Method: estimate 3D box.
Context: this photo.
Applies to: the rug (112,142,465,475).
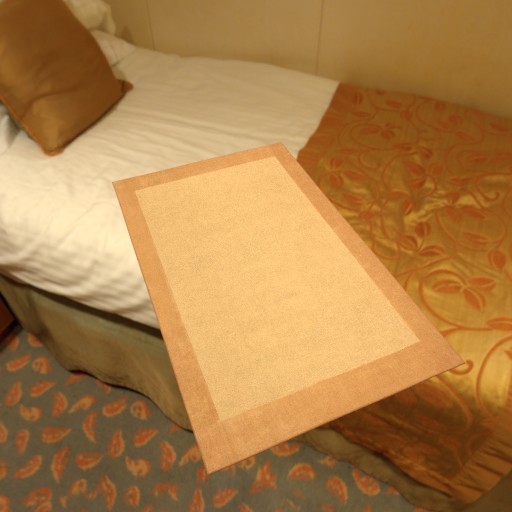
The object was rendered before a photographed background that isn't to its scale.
[{"bbox_3d":[0.000,0.000,3.055,1.524,0.014,2.438,-17,49,-15],"label":"rug"}]
